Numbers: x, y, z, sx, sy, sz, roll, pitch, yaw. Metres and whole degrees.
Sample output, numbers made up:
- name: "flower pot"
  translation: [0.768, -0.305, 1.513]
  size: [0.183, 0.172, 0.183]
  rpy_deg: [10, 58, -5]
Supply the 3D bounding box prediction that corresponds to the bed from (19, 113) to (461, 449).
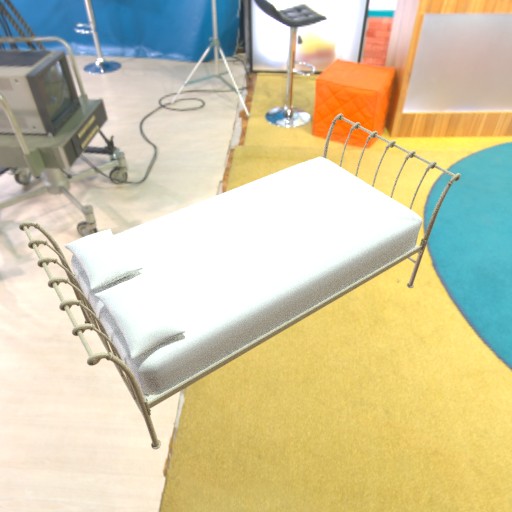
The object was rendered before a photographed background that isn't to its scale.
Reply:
- name: "bed"
  translation: [0.000, 0.000, 2.688]
  size: [2.228, 0.873, 1.032]
  rpy_deg: [-25, 48, -25]
